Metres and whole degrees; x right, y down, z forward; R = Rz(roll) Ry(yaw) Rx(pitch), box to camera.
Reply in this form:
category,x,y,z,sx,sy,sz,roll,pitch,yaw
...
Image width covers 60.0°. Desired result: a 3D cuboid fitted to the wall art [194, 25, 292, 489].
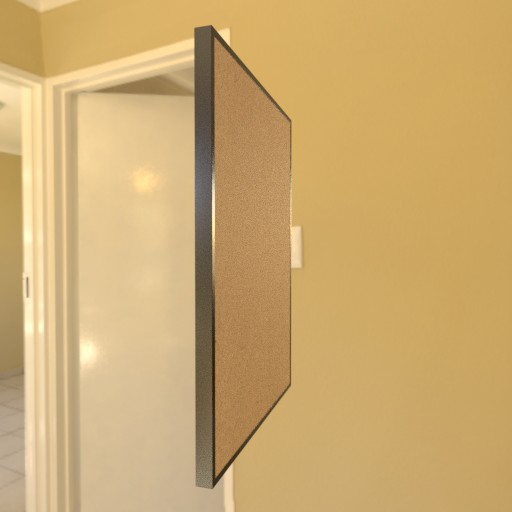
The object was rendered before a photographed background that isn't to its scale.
category,x,y,z,sx,sy,sz,roll,pitch,yaw
wall art,0.000,0.000,1.379,0.043,1.046,0.788,0,1,18
